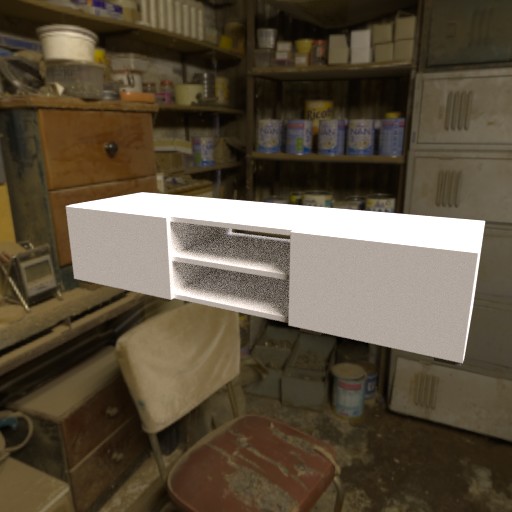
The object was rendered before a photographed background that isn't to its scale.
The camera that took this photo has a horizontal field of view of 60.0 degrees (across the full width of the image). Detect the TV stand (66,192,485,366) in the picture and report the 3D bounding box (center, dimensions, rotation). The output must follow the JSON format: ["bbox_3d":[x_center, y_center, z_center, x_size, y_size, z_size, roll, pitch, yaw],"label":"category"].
[{"bbox_3d":[0.000,0.000,1.568,1.400,0.310,0.420,8,18,27],"label":"TV stand"}]
